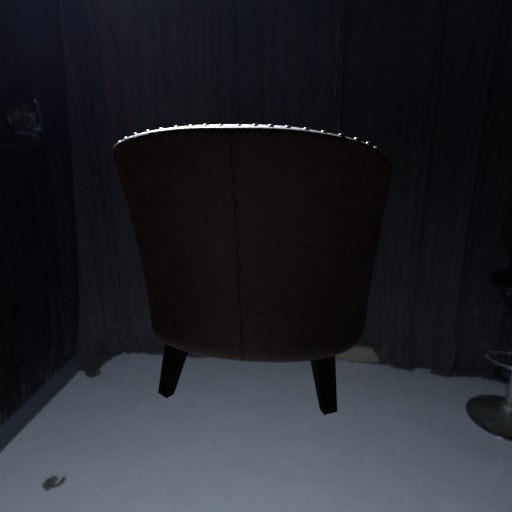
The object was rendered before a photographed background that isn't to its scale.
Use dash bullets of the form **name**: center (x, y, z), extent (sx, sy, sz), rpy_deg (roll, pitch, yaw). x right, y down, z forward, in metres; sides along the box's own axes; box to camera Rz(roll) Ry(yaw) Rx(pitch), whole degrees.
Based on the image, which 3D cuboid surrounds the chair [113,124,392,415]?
- **chair**: center (0.000, 0.000, 1.437), extent (0.794, 0.823, 0.748), rpy_deg (3, 17, 9)
